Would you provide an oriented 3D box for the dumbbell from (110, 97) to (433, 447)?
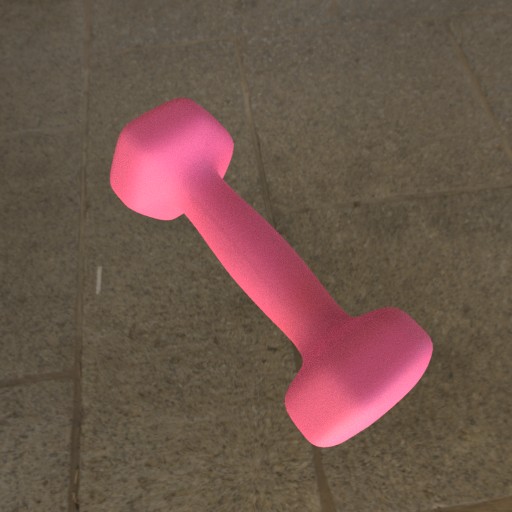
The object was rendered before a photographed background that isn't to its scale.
[{"bbox_3d":[0.000,0.000,0.176,0.058,0.053,0.146,-35,69,-16],"label":"dumbbell"}]
